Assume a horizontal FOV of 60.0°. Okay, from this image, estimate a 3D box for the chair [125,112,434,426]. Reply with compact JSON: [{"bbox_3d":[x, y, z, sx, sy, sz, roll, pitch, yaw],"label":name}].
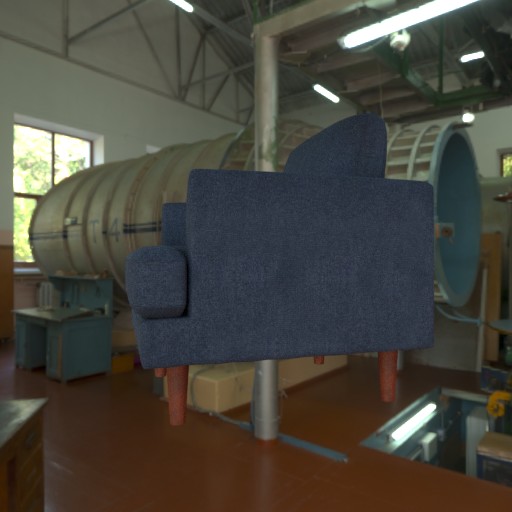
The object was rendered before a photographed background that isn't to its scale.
[{"bbox_3d":[0.000,0.000,1.606,0.899,0.957,0.858,0,0,-17],"label":"chair"}]
